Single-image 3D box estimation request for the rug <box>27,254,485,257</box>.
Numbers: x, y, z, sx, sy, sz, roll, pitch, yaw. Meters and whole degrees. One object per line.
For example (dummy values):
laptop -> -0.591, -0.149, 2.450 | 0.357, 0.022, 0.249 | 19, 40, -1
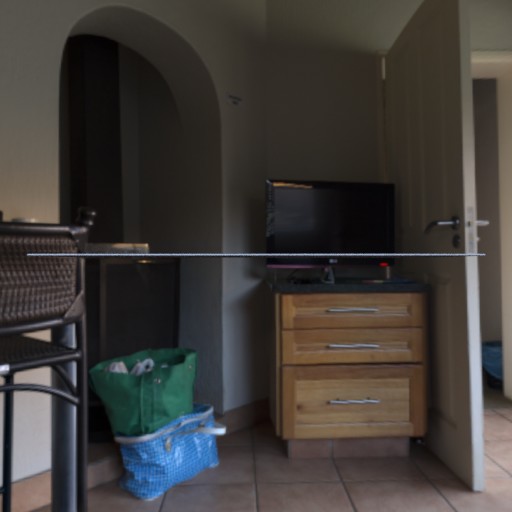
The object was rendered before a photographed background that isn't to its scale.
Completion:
rug -> 0.000, 0.000, 2.723 | 2.435, 0.009, 0.750 | 0, -1, 0
